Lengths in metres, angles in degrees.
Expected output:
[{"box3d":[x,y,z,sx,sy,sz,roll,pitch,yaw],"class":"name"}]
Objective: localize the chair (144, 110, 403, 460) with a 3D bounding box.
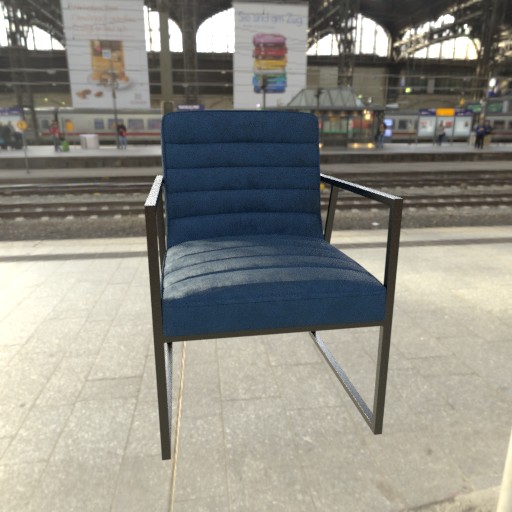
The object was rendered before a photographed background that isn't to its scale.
[{"box3d":[0.000,0.000,1.296,0.571,0.833,0.677,-3,16,-9],"class":"chair"}]
